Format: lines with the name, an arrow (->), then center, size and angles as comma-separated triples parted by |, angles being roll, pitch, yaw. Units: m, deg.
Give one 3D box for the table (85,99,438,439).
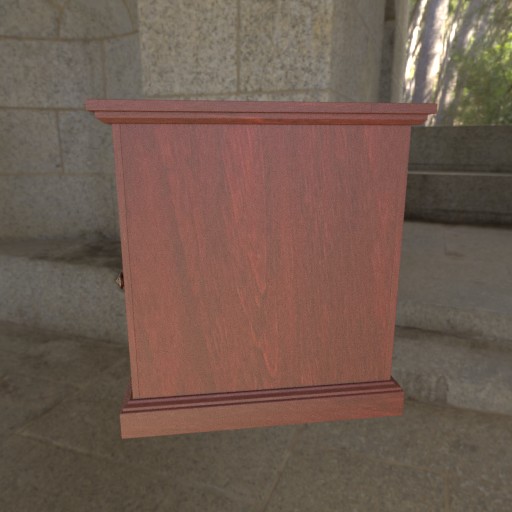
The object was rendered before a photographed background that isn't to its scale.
table -> 0.000, 0.000, 0.972 | 0.584, 0.612, 0.356 | -2, 14, -8
